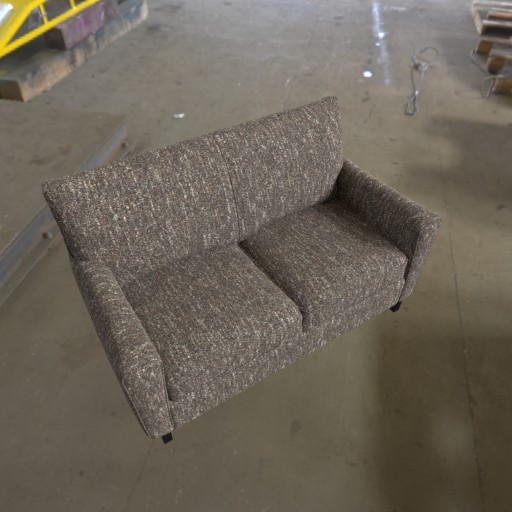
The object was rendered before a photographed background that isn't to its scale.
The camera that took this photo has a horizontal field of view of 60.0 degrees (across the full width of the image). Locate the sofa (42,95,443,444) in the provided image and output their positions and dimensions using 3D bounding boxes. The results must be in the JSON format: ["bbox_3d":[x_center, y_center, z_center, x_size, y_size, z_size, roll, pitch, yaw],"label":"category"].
[{"bbox_3d":[0.000,0.000,2.053,1.519,0.946,0.801,-24,49,-22],"label":"sofa"}]
